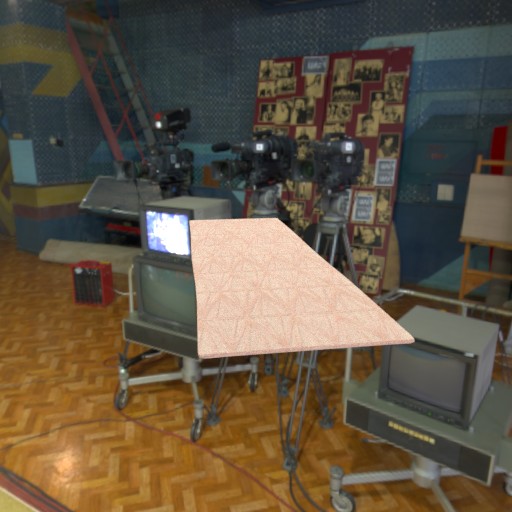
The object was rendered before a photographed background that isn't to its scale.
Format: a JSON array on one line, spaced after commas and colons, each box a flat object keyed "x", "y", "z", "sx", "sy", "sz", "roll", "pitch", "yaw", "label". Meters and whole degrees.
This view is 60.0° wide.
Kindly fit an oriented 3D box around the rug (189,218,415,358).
[{"x": 0.000, "y": 0.000, "z": 2.643, "sx": 0.760, "sy": 0.015, "sz": 2.435, "roll": -2, "pitch": 15, "yaw": -9, "label": "rug"}]
